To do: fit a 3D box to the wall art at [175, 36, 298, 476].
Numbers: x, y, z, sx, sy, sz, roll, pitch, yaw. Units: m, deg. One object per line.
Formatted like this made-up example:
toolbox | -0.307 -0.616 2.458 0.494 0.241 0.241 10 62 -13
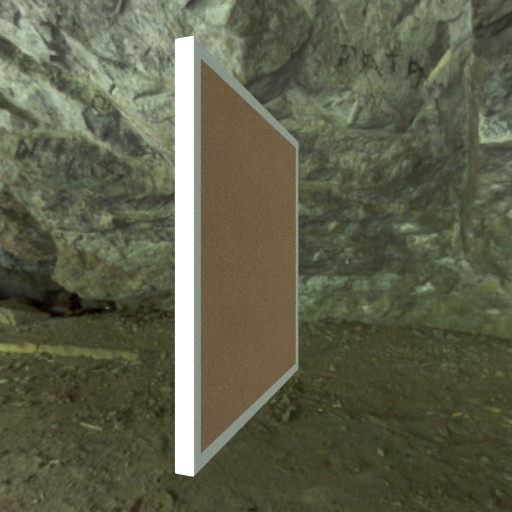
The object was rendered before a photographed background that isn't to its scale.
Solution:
wall art | 0.000 0.000 1.129 0.036 0.760 0.760 0 0 19
